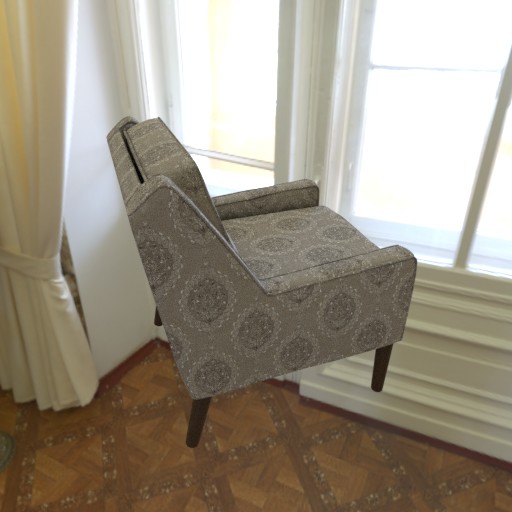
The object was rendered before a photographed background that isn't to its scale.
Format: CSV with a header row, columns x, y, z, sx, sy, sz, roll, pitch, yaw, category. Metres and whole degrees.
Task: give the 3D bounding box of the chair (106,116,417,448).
x,y,z,sx,sy,sz,roll,pitch,yaw,category
0.000,0.000,1.377,0.750,0.797,0.665,-10,31,-17,chair
